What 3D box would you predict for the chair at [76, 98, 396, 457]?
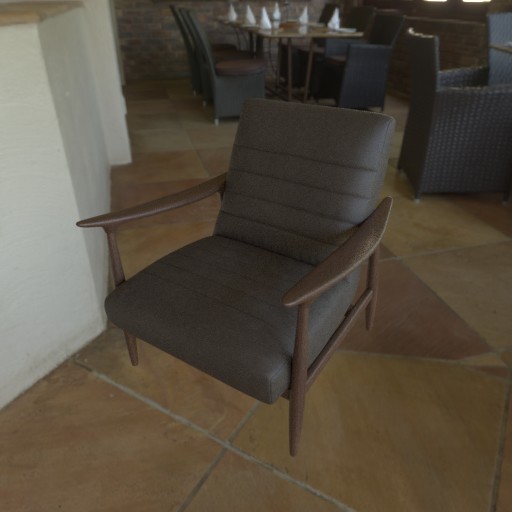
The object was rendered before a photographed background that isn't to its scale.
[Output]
[{"bbox_3d":[0.000,0.000,1.447,0.741,0.831,0.798,19,35,28],"label":"chair"}]
